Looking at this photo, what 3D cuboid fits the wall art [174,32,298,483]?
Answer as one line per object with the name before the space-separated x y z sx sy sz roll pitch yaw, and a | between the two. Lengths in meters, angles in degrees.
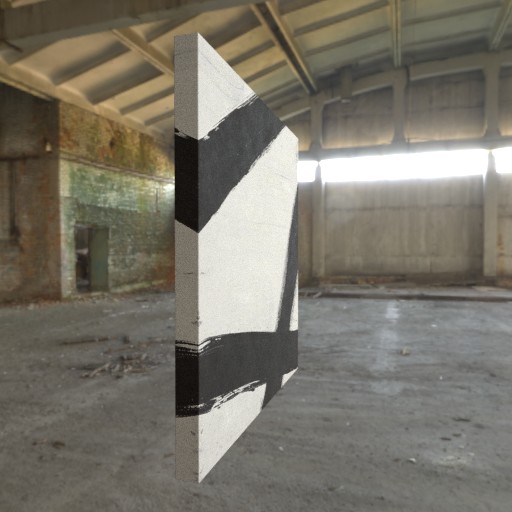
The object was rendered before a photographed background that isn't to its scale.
wall art | 0.000 0.000 1.120 0.046 0.765 0.765 0 1 18
